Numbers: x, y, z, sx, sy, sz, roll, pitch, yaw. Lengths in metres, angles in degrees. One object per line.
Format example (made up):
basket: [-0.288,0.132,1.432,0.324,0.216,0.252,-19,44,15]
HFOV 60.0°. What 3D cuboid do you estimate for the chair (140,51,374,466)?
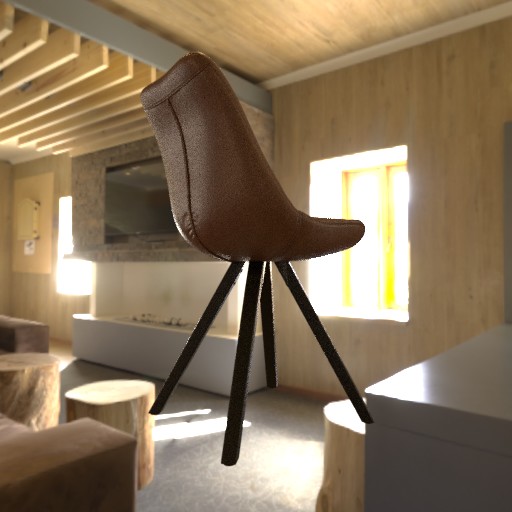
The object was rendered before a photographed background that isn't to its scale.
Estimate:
chair: [0.000,0.000,1.173,0.550,0.850,0.475,1,-1,-36]
